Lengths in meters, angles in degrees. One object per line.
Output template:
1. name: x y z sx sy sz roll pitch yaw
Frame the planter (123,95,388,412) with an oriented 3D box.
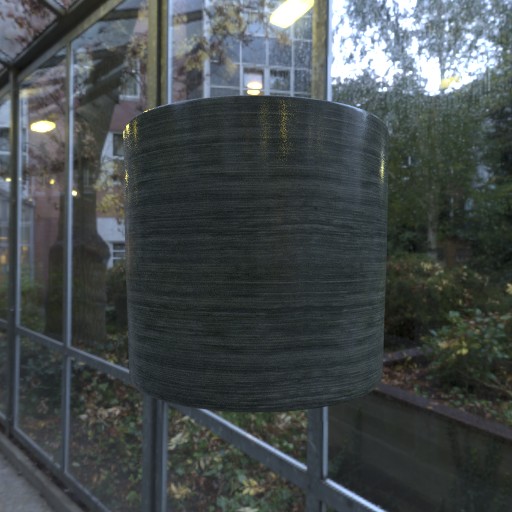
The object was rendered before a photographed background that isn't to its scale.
1. planter: 0.000 0.000 0.387 0.221 0.201 0.221 0 0 0
